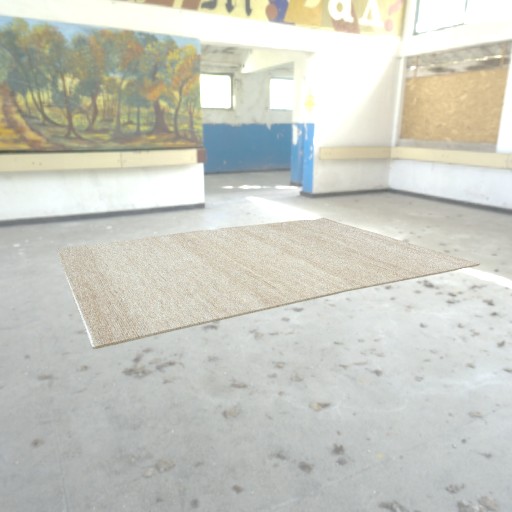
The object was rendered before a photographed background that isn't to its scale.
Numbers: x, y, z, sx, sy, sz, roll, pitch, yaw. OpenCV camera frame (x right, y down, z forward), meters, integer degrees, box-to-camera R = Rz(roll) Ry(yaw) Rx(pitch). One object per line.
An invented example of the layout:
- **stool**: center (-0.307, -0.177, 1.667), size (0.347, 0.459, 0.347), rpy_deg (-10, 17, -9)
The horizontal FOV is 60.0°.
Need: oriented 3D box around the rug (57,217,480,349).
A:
- **rug**: center (0.000, 0.000, 2.895), size (2.283, 0.030, 1.596), rpy_deg (-9, 19, -26)
